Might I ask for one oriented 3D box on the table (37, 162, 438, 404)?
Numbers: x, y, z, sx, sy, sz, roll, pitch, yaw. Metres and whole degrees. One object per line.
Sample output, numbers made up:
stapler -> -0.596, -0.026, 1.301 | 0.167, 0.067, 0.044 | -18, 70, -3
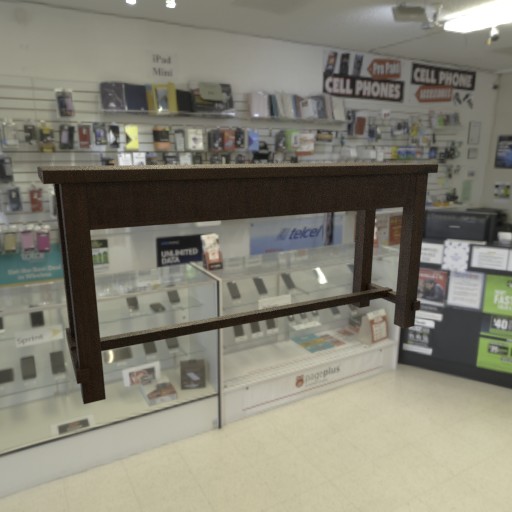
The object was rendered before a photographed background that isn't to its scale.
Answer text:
table -> 0.000, 0.000, 1.892 | 1.599, 0.762, 0.442 | -7, 15, -26
